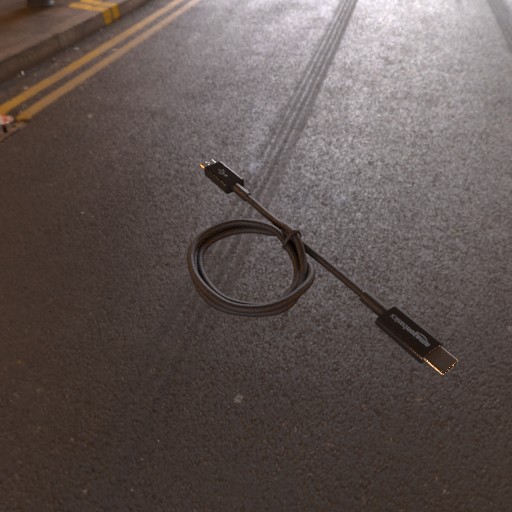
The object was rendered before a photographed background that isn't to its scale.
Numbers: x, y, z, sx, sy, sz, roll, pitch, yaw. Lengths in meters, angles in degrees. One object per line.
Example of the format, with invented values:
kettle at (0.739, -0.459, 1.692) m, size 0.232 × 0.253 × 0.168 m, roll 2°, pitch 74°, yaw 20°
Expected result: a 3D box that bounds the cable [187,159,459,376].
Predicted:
cable at (0.000, 0.000, 0.221) m, size 0.070 × 0.014 × 0.192 m, roll -26°, pitch 48°, yaw -25°
